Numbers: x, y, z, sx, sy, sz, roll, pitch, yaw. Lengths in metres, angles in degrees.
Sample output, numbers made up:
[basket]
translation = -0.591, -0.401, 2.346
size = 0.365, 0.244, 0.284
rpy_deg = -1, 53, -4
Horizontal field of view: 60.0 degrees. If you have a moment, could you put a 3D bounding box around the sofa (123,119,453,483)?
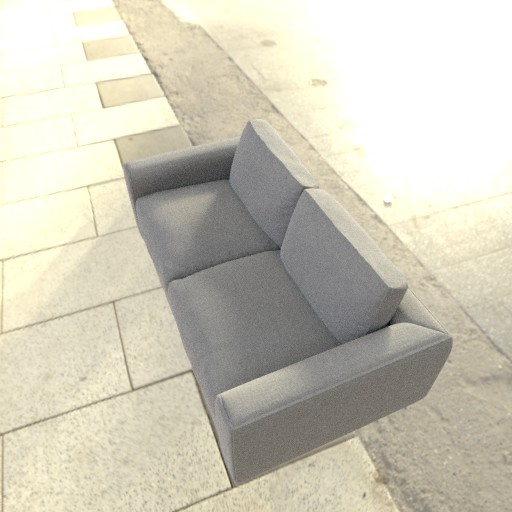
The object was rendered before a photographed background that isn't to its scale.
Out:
[sofa]
translation = 0.000, 0.000, 2.456
size = 1.069, 0.800, 1.920
rpy_deg = -17, 48, -16
